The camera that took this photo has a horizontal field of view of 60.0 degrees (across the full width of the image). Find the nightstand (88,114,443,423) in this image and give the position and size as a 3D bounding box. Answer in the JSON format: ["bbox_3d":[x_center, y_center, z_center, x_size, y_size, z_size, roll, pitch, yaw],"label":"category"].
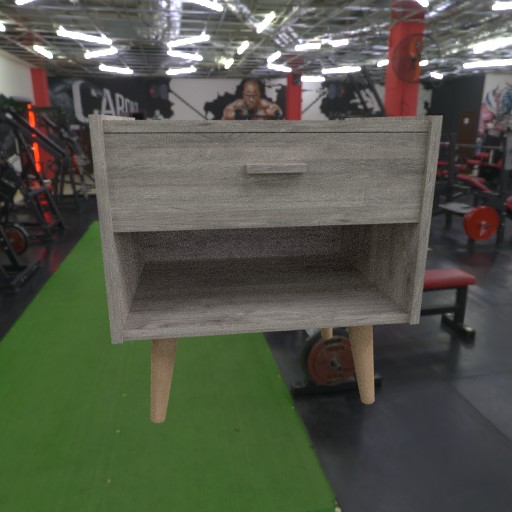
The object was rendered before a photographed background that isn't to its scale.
[{"bbox_3d":[0.000,0.000,0.835,0.480,0.500,0.380,-2,17,-8],"label":"nightstand"}]
